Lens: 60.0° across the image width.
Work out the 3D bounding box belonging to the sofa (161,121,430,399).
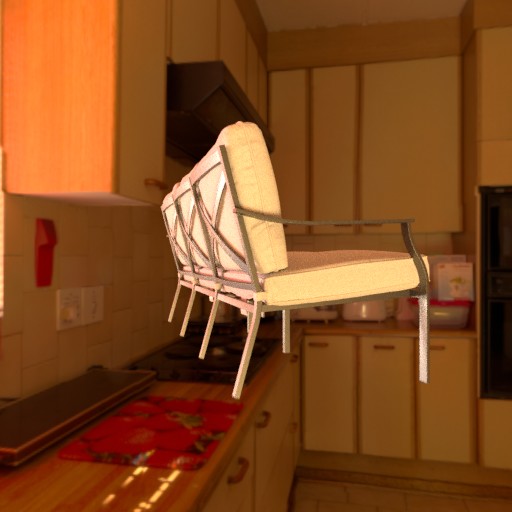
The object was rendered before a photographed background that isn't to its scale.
[{"bbox_3d":[0.000,0.000,2.215,0.787,0.860,1.740,0,0,-18],"label":"sofa"}]
